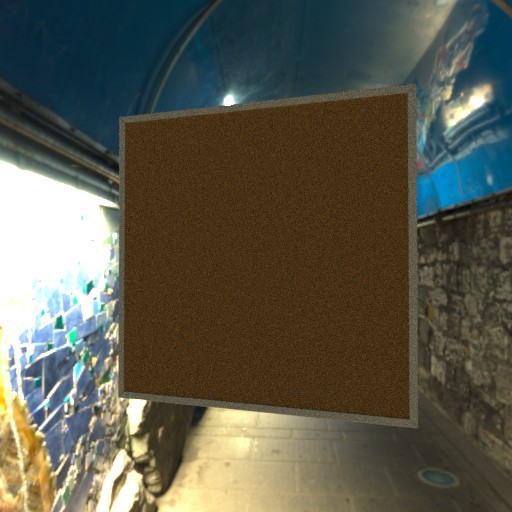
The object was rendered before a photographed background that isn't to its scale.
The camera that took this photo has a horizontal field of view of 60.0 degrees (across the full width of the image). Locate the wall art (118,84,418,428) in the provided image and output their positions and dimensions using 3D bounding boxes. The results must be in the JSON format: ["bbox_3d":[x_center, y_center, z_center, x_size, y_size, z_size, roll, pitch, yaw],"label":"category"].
[{"bbox_3d":[0.000,0.000,0.744,0.508,0.508,0.037,0,-1,17],"label":"wall art"}]
